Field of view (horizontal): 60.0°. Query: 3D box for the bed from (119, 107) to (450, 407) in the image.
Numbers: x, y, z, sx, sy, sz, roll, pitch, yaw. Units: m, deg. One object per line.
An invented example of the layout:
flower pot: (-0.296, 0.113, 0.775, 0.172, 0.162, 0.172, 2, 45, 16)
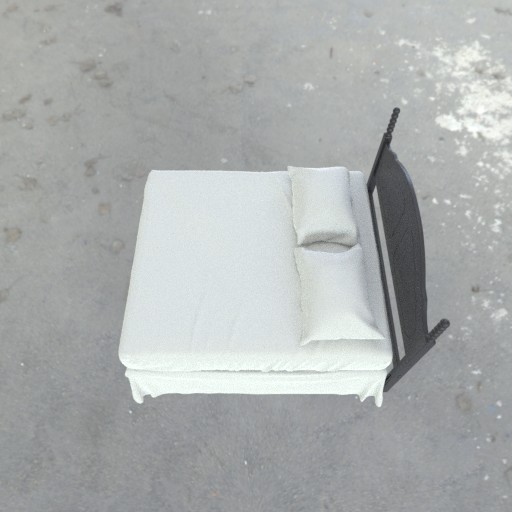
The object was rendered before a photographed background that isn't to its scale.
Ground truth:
bed: (0.000, 0.000, 3.268, 2.040, 1.356, 1.873, 0, 59, 0)
